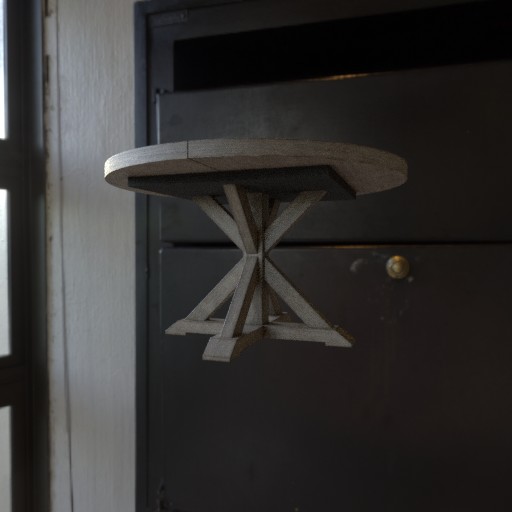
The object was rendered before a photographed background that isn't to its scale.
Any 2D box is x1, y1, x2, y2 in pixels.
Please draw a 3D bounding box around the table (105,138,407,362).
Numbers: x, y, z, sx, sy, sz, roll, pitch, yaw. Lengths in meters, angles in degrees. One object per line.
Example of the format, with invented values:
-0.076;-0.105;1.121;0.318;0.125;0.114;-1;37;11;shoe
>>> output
0.000;0.000;2.108;1.363;0.781;1.363;0;1;0;table
